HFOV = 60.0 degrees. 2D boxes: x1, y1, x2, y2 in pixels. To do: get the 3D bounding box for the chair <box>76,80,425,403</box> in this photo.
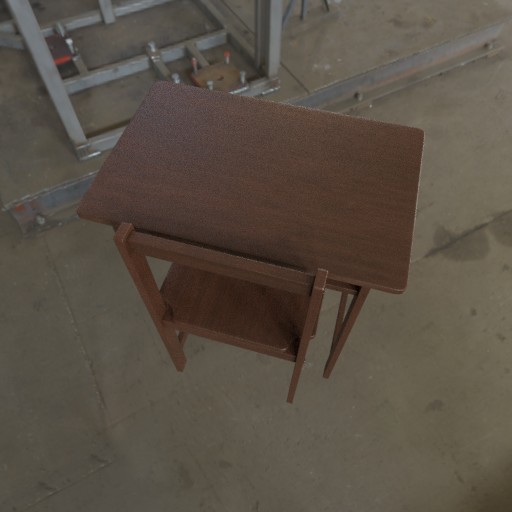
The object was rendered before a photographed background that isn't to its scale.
[{"bbox_3d":[0.000,0.000,1.071,0.599,0.673,0.463,13,59,8],"label":"chair"}]
